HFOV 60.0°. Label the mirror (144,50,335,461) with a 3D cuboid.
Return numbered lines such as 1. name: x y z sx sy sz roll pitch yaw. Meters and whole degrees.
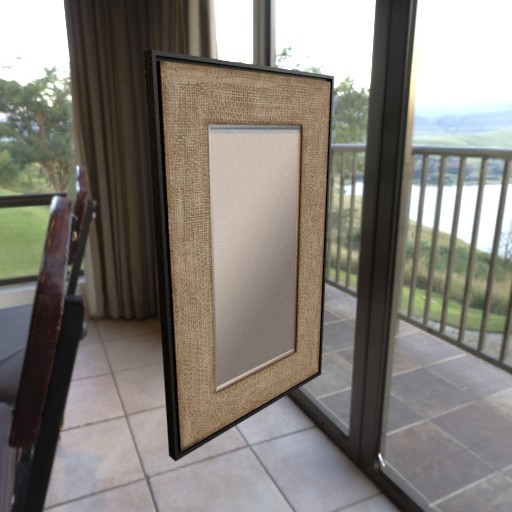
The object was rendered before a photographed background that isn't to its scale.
1. mirror: 0.000 0.000 1.533 0.762 1.219 0.038 -15 21 -42
